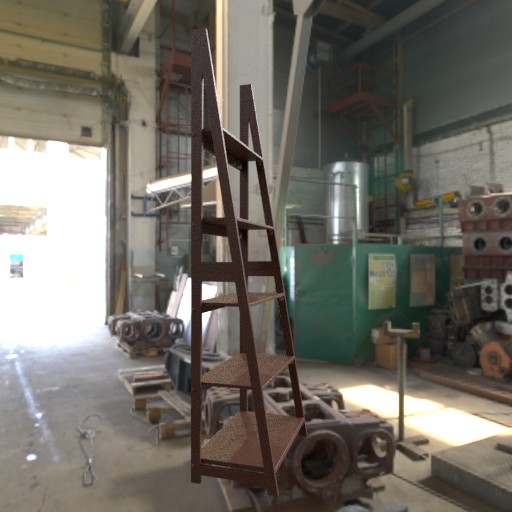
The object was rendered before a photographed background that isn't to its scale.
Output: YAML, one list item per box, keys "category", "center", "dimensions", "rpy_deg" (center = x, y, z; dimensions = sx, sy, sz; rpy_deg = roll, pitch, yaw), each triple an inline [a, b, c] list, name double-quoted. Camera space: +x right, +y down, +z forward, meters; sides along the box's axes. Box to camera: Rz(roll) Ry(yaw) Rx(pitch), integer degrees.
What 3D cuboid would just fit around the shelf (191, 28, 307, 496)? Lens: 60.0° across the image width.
- category: "shelf"
  center: [0.000, 0.000, 1.967]
  dimensions: [0.350, 1.770, 0.600]
  rpy_deg: [0, 0, 17]
